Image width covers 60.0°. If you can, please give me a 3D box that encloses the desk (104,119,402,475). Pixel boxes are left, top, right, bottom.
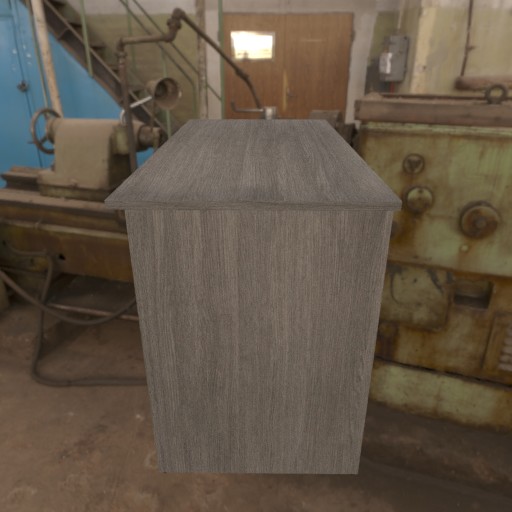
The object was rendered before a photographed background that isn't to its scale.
[{"bbox_3d":[0.000,0.000,1.484,0.560,0.735,1.097,0,25,1],"label":"desk"}]
